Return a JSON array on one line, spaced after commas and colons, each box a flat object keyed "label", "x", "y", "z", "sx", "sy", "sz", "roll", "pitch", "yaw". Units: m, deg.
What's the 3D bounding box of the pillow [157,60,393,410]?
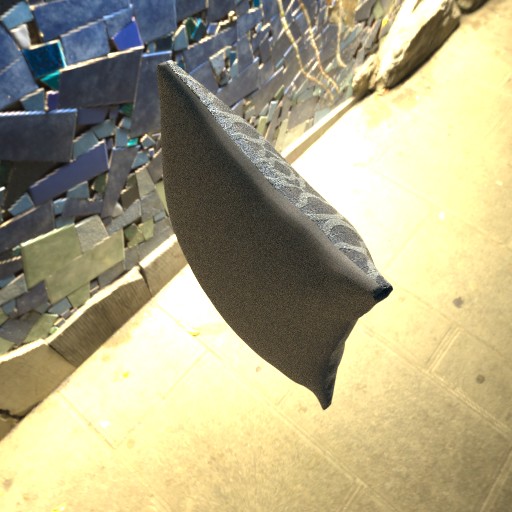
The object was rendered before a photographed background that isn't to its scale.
[{"label": "pillow", "x": 0.000, "y": 0.000, "z": 0.797, "sx": 0.215, "sy": 0.498, "sz": 0.508, "roll": -31, "pitch": 63, "yaw": -18}]
